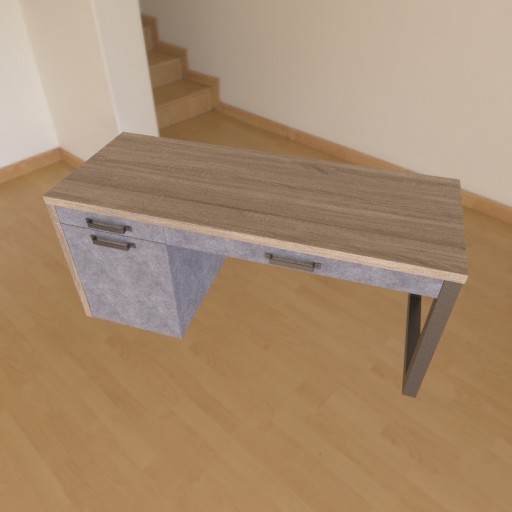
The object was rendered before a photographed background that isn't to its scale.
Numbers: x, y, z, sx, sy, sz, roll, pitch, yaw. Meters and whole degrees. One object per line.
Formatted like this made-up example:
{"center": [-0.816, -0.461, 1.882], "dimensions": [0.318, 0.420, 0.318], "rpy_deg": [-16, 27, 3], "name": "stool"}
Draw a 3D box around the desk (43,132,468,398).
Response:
{"center": [0.000, 0.000, 2.170], "dimensions": [1.700, 0.760, 0.690], "rpy_deg": [11, 41, 13], "name": "desk"}
